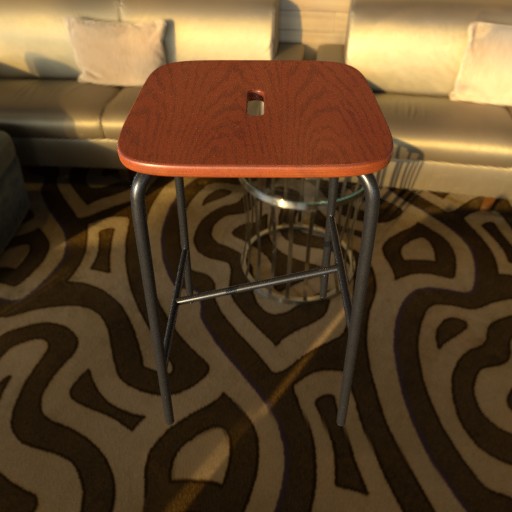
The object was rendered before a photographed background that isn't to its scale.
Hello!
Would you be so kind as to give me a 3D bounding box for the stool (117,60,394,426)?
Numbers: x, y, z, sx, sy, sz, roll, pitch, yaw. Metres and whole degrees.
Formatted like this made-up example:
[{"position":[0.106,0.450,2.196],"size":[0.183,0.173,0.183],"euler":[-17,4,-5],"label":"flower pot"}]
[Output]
[{"position":[0.000,0.000,0.854],"size":[0.376,0.610,0.376],"euler":[0,42,0],"label":"stool"}]
